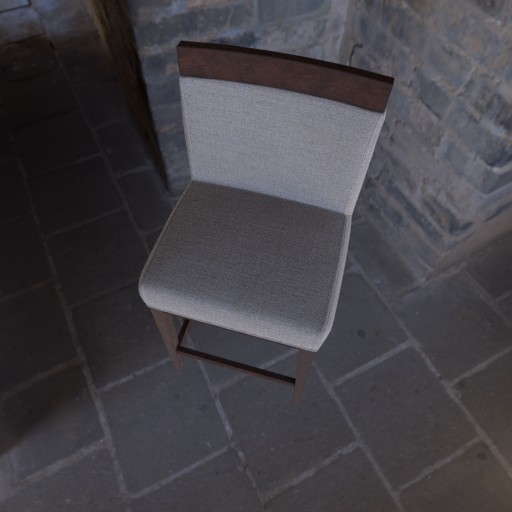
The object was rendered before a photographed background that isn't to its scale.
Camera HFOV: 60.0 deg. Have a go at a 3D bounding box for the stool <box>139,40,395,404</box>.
[{"bbox_3d":[0.000,0.000,1.325,0.512,1.009,0.531,14,59,8],"label":"stool"}]
